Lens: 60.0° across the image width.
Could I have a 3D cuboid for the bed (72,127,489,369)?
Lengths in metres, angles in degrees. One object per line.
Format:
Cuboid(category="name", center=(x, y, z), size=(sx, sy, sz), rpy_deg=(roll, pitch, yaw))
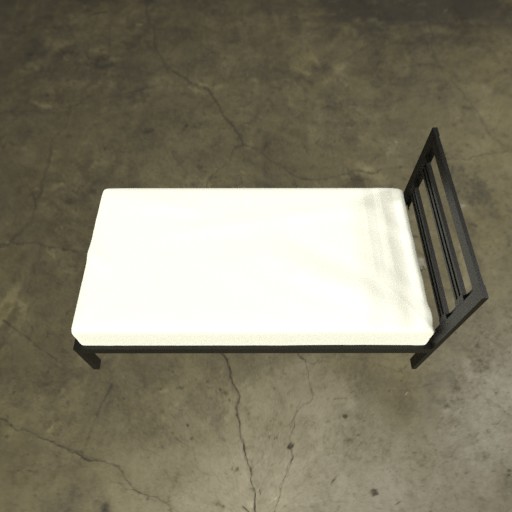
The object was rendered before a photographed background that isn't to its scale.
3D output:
Cuboid(category="bed", center=(0.000, 0.000, 2.482), size=(1.930, 0.967, 0.991), rpy_deg=(0, 59, 0))
